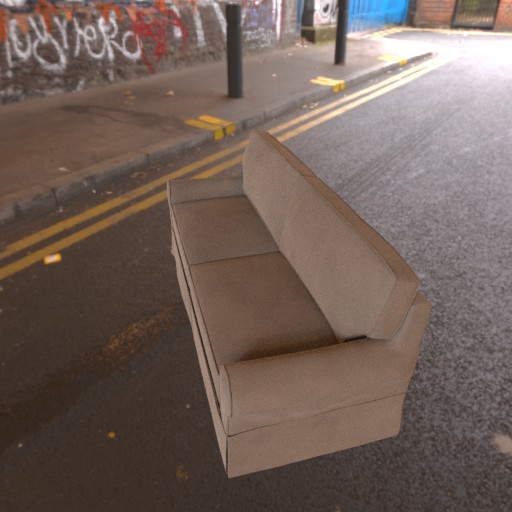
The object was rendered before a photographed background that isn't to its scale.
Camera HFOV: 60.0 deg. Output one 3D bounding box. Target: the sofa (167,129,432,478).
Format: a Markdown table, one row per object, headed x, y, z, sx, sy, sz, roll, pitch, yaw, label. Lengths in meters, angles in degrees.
| x | y | z | sx | sy | sz | roll | pitch | yaw | label |
| --- | --- | --- | --- | --- | --- | --- | --- | --- | --- |
| 0.000 | 0.000 | 2.706 | 0.900 | 1.014 | 2.246 | -8 | 33 | -13 | sofa |
